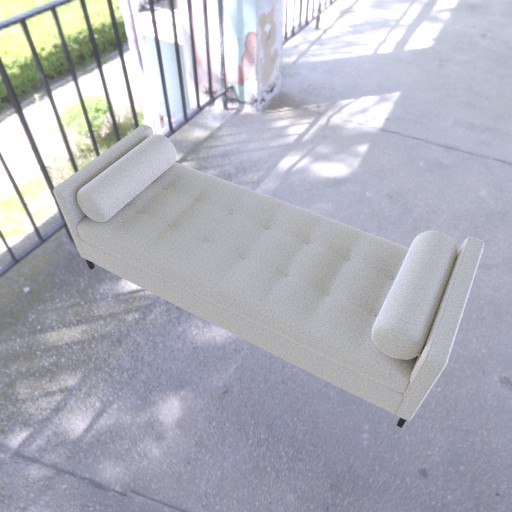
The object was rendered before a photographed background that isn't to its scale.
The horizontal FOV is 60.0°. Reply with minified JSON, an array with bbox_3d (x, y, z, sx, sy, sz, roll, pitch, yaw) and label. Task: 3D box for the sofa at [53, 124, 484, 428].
[{"bbox_3d":[0.000,0.000,2.338,1.985,0.641,0.746,23,52,20],"label":"sofa"}]
